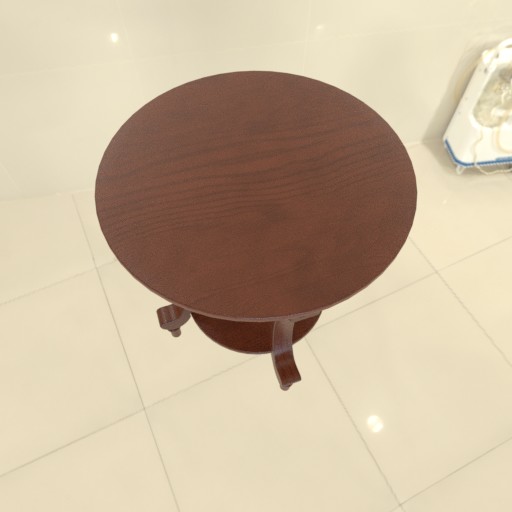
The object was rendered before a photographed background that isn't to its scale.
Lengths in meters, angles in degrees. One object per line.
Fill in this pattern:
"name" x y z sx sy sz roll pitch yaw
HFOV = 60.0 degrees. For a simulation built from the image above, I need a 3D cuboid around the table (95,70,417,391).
"table" 0.000 0.000 1.092 0.597 0.612 0.597 0 59 0
